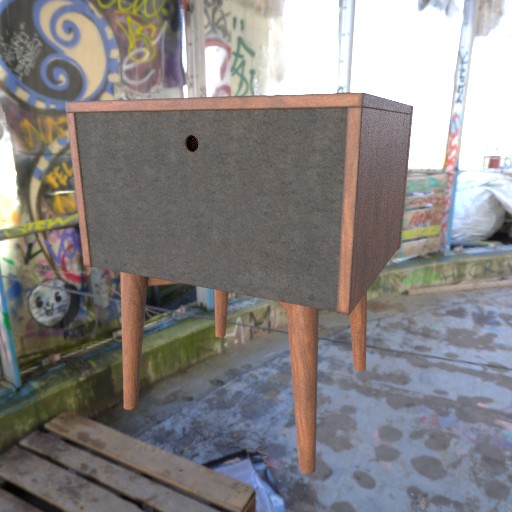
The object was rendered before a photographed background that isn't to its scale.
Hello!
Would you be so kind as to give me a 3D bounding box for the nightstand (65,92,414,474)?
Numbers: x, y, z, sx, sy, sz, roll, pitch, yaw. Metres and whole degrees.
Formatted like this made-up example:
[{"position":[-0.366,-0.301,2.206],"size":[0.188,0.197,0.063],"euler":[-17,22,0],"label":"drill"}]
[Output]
[{"position":[0.000,0.000,0.933],"size":[0.521,0.607,0.445],"euler":[8,18,26],"label":"nightstand"}]
